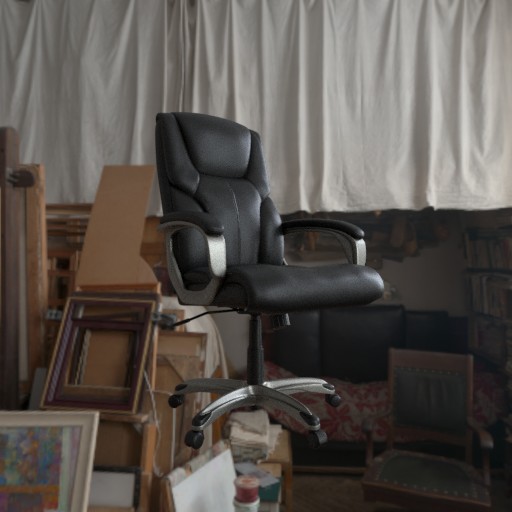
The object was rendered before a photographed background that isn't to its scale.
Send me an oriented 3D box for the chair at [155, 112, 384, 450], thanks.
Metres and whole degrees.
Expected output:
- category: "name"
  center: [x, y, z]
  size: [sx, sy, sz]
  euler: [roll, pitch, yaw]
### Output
- category: "chair"
  center: [0.000, 0.000, 1.588]
  size: [0.663, 1.155, 0.739]
  euler: [0, 1, -37]
